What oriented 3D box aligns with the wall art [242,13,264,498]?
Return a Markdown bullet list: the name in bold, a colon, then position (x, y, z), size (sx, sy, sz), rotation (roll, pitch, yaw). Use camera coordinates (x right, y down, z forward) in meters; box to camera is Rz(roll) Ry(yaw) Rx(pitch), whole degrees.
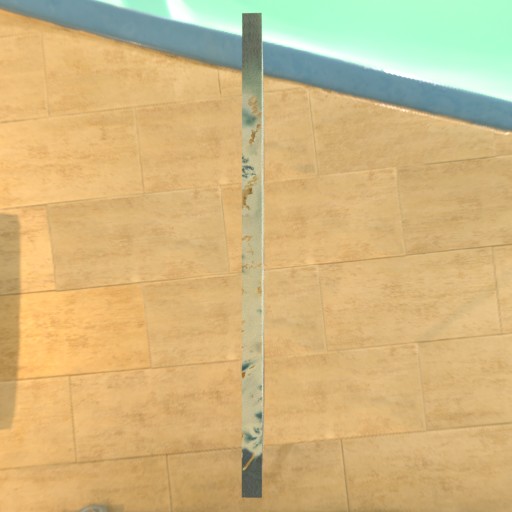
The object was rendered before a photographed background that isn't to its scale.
- **wall art**: position (0.000, 0.000, 1.137), size (0.038, 0.608, 0.912), rotation (0, 89, 2)
